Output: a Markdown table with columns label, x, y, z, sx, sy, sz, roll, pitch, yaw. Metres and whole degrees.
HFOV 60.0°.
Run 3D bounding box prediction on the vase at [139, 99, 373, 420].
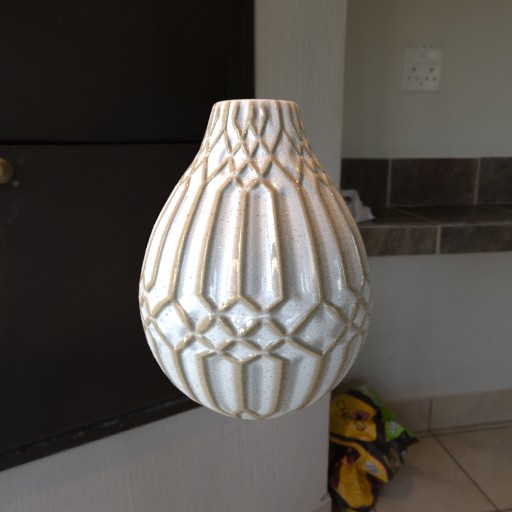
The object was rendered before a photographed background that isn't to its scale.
| label | x | y | z | sx | sy | sz | roll | pitch | yaw |
| --- | --- | --- | --- | --- | --- | --- | --- | --- | --- |
| vase | 0.000 | 0.000 | 0.306 | 0.159 | 0.200 | 0.159 | 0 | 14 | 0 |
